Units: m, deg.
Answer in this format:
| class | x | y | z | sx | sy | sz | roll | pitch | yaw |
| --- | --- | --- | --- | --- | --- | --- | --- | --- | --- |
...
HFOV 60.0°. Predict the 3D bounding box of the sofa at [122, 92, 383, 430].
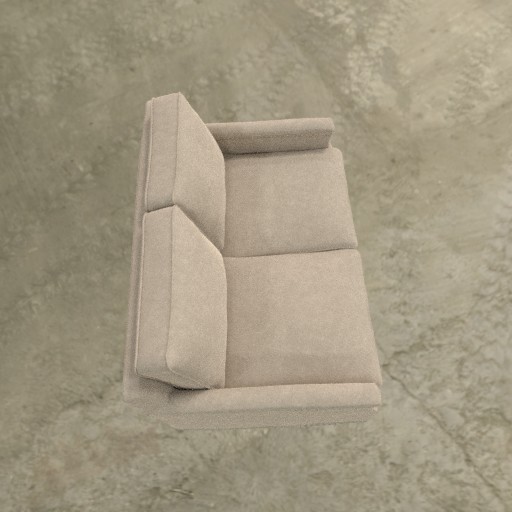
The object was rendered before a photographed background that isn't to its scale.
| class | x | y | z | sx | sy | sz | roll | pitch | yaw |
| --- | --- | --- | --- | --- | --- | --- | --- | --- | --- |
| sofa | 0.000 | 0.000 | 2.277 | 1.084 | 1.002 | 1.597 | -3 | 63 | -1 |
